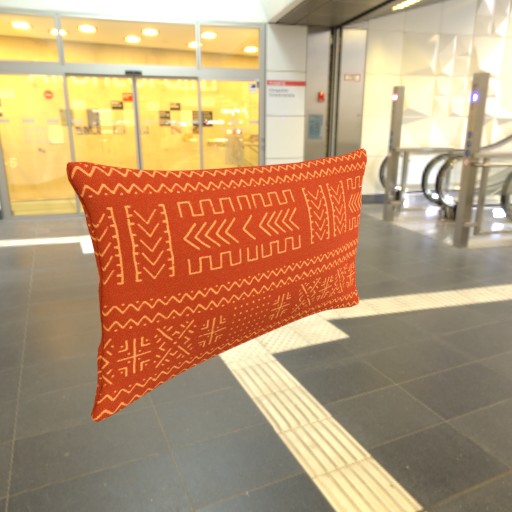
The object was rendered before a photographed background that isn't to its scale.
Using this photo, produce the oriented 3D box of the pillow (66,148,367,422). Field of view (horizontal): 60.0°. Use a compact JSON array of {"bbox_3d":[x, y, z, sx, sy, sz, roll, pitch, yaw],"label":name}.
[{"bbox_3d":[0.000,0.000,0.778,0.640,0.352,0.130,-15,21,-42],"label":"pillow"}]
